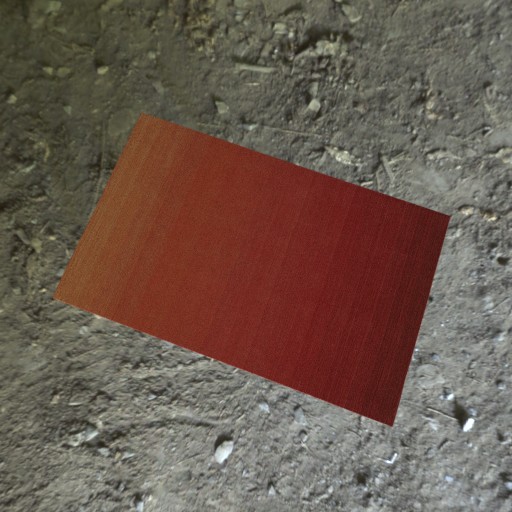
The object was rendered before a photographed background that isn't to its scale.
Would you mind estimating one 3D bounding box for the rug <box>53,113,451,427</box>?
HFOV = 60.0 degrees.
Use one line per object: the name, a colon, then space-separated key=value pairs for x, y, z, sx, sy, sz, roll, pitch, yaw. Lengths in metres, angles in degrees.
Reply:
rug: x=0.000 y=0.000 z=3.133 sx=2.442 sy=0.010 sz=1.531 roll=20 pitch=77 yaw=5
